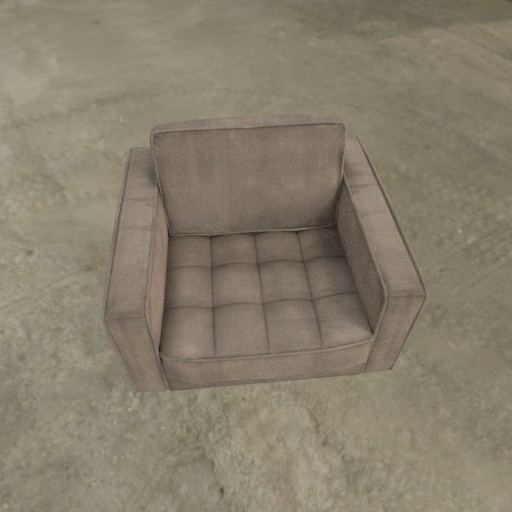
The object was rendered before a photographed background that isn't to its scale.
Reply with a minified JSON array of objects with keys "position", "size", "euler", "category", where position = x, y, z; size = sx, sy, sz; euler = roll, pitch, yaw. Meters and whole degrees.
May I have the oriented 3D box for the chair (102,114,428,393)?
[{"position":[0.000,0.000,1.557],"size":[0.928,0.773,0.843],"euler":[-4,48,-4],"category":"chair"}]
